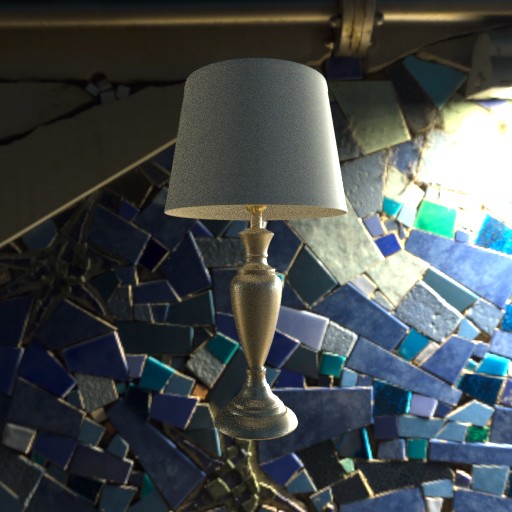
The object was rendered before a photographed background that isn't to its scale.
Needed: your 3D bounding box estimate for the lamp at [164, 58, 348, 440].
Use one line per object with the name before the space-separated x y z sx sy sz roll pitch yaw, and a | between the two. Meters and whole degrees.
lamp | 0.000 0.000 0.811 0.328 0.612 0.328 0 1 0
